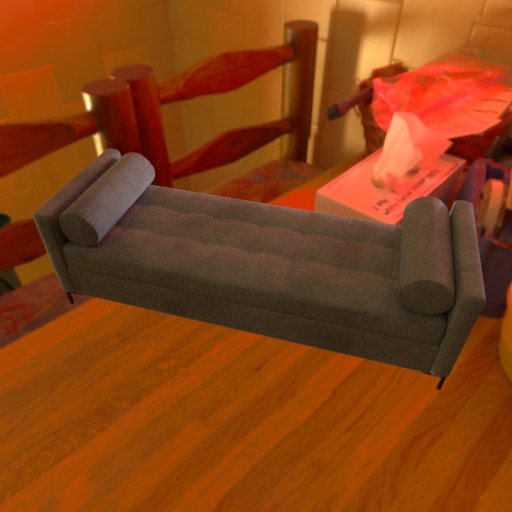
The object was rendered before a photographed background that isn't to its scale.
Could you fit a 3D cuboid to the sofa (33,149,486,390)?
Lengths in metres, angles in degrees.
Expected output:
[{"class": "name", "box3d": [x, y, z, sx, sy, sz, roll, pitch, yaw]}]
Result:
[{"class": "sofa", "box3d": [0.000, 0.000, 2.292, 1.981, 0.635, 0.686, 11, 42, 12]}]
